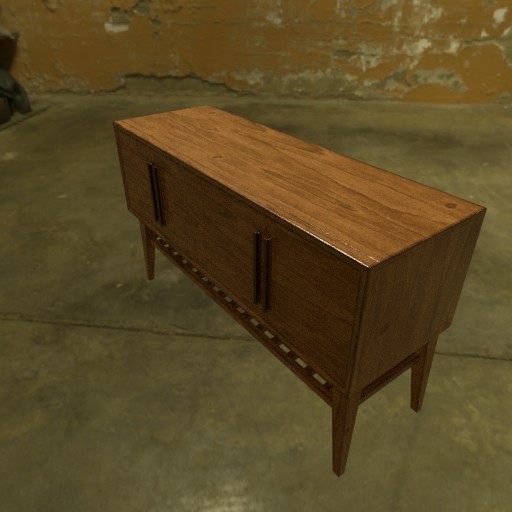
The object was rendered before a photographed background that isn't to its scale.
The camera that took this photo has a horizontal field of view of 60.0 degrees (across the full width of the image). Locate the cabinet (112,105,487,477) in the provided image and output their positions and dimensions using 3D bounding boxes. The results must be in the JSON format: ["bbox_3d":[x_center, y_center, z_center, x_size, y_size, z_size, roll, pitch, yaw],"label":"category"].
[{"bbox_3d":[0.000,0.000,1.705,0.477,0.802,1.363,-22,39,-31],"label":"cabinet"}]
